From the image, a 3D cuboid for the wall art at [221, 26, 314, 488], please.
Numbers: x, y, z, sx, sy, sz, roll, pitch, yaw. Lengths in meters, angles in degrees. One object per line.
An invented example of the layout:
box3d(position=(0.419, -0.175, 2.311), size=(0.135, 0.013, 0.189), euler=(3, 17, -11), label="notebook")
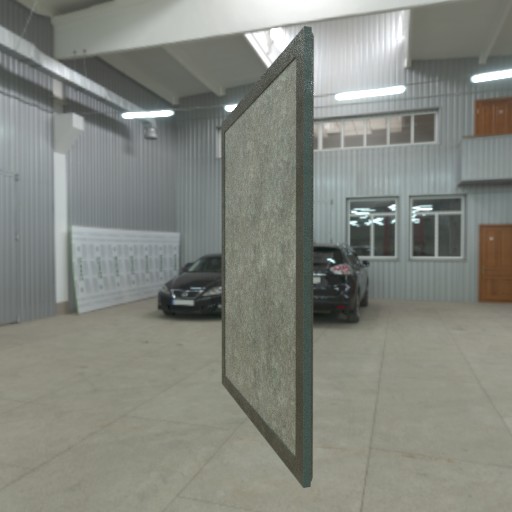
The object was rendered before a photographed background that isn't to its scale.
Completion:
box3d(position=(0.000, 0.000, 1.312), size=(0.030, 0.983, 0.767), euler=(0, 1, -18), label="wall art")
